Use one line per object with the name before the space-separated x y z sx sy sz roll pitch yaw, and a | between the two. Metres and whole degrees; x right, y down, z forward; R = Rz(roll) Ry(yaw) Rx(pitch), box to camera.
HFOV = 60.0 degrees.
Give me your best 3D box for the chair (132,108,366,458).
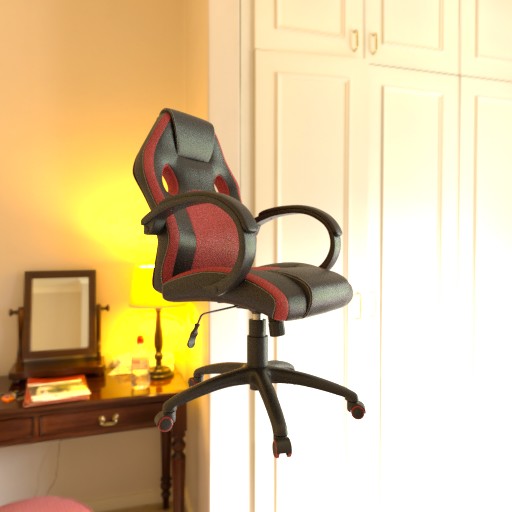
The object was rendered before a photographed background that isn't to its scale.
chair | 0.000 0.000 1.707 0.783 1.189 0.750 1 2 35
